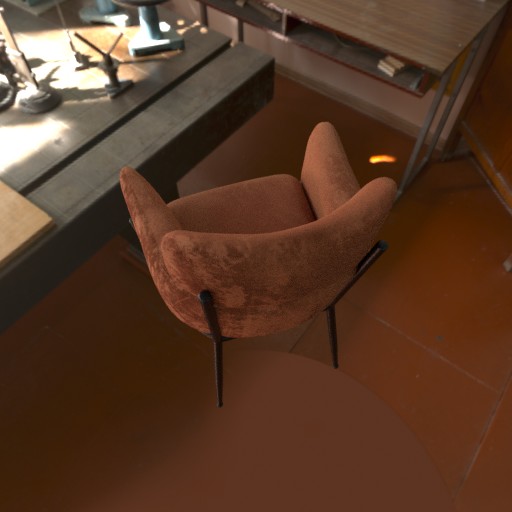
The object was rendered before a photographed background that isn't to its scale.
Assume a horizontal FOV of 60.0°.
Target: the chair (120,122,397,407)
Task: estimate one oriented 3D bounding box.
[{"bbox_3d":[0.000,0.000,1.119,0.561,0.772,0.523,-15,58,-10],"label":"chair"}]
